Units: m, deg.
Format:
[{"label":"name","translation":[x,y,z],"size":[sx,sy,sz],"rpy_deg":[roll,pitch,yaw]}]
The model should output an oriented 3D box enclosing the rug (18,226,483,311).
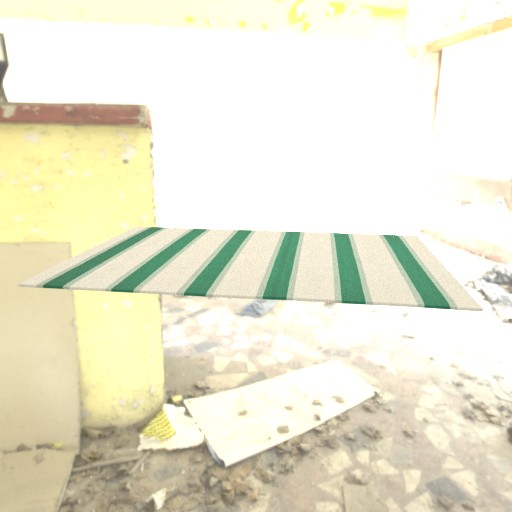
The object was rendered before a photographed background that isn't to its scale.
[{"label":"rug","translation":[0.000,0.000,2.291],"size":[1.829,0.012,1.210],"rpy_deg":[2,16,8]}]
